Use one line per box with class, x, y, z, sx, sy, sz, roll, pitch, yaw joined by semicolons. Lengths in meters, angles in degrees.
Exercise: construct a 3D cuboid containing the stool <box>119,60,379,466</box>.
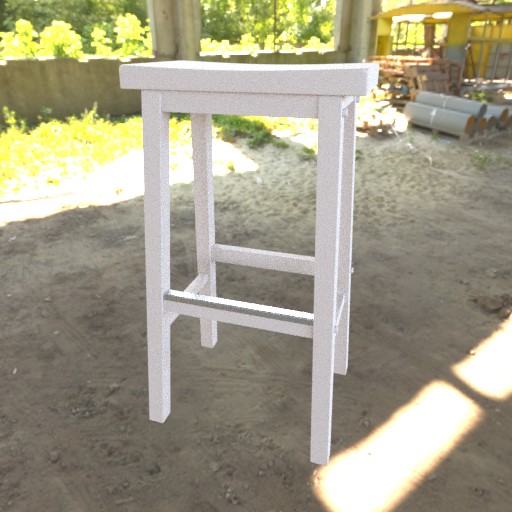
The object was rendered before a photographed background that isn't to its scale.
stool;0.000;0.000;0.932;0.406;0.742;0.322;8;27;16
